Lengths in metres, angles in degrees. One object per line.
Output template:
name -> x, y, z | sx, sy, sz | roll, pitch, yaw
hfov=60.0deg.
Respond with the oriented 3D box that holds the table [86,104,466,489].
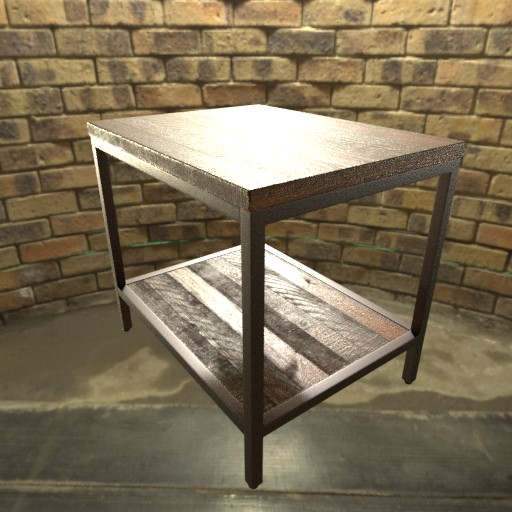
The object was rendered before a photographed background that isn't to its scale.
table -> 0.000, 0.000, 1.105 | 0.524, 0.612, 0.678 | -18, 31, -32
